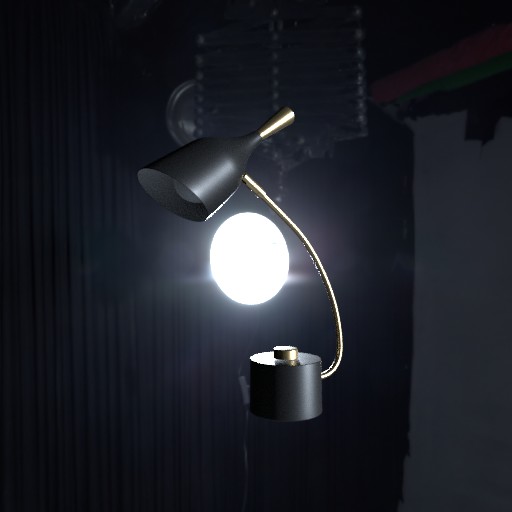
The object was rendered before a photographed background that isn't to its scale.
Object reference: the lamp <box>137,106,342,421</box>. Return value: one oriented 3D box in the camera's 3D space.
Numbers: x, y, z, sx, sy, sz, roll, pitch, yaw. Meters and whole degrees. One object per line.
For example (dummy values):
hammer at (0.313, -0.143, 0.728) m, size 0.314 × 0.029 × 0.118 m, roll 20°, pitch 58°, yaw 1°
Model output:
lamp at (0.000, 0.000, 0.649) m, size 0.352 × 0.464 × 0.110 m, roll 1°, pitch -2°, yaw -35°
